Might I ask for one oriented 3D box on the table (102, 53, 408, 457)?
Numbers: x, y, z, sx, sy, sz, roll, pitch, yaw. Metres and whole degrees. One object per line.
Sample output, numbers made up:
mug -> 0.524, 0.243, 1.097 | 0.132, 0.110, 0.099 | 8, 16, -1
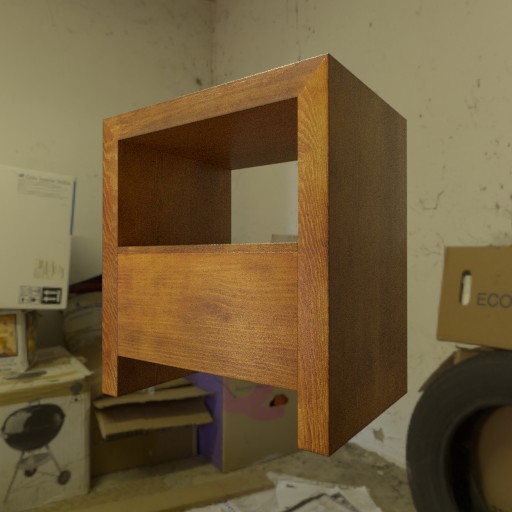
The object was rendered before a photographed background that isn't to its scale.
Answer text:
table -> 0.000, 0.000, 0.985 | 0.550, 0.605, 0.400 | 0, -1, 35
